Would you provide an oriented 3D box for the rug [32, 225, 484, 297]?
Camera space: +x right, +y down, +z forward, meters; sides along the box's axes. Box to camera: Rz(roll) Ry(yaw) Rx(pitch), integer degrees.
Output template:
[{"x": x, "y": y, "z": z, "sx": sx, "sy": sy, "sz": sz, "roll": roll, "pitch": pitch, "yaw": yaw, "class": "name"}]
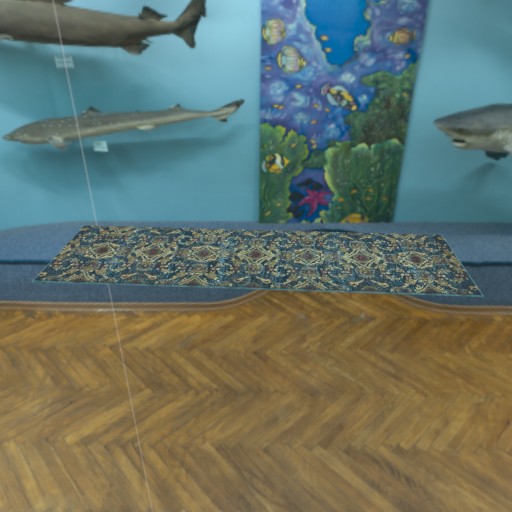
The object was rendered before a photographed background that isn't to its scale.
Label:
[{"x": 0.000, "y": 0.000, "z": 2.539, "sx": 2.292, "sy": 0.014, "sz": 0.685, "roll": 2, "pitch": 29, "yaw": 3, "class": "rug"}]
